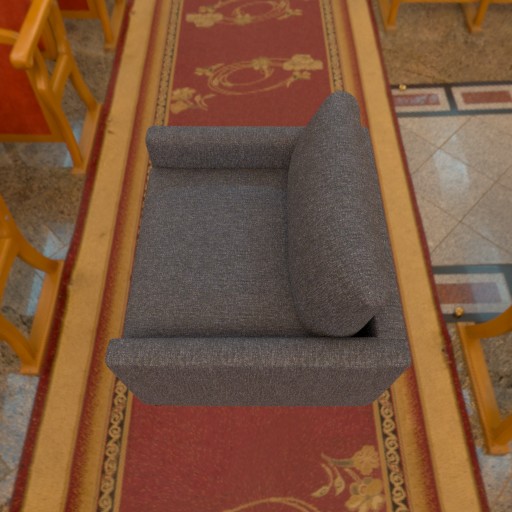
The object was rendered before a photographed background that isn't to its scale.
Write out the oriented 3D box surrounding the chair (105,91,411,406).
[{"bbox_3d":[0.000,0.000,1.611,0.866,0.861,0.963,0,59,0],"label":"chair"}]
